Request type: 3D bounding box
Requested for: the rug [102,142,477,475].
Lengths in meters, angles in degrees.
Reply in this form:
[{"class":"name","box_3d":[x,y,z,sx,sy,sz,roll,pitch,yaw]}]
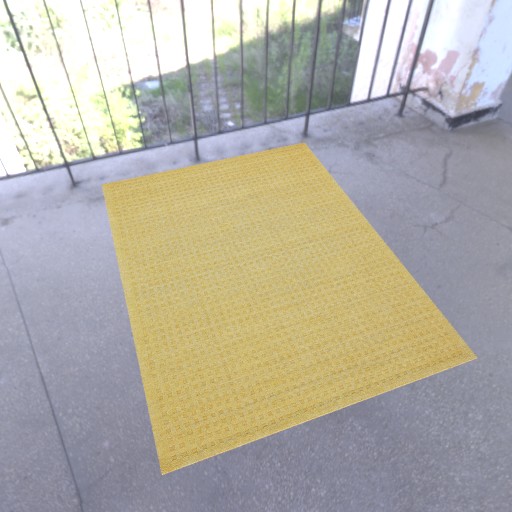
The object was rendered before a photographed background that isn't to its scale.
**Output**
[{"class":"rug","box_3d":[0.000,0.000,4.210,2.486,0.015,3.242,-15,48,-14]}]
